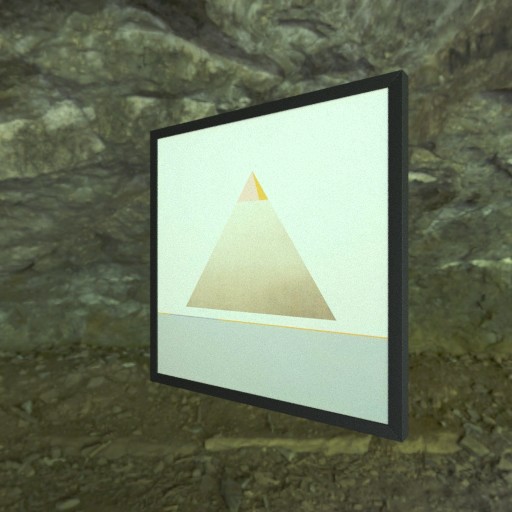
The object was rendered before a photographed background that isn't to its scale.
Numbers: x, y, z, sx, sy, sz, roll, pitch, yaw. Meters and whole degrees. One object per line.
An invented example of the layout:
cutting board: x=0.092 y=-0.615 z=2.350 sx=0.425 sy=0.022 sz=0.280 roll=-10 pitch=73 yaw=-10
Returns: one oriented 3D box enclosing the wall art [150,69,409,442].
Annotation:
wall art: x=0.000 y=0.000 z=0.767 sx=0.513 sy=0.511 sz=0.028 roll=0 pitch=0 yaw=36
